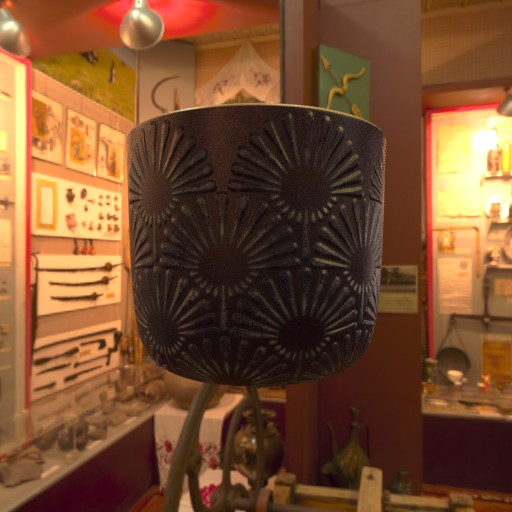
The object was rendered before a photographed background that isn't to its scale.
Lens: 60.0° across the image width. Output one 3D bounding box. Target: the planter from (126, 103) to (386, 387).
[{"bbox_3d":[0.000,0.000,0.220,0.124,0.109,0.124,0,-1,0],"label":"planter"}]
